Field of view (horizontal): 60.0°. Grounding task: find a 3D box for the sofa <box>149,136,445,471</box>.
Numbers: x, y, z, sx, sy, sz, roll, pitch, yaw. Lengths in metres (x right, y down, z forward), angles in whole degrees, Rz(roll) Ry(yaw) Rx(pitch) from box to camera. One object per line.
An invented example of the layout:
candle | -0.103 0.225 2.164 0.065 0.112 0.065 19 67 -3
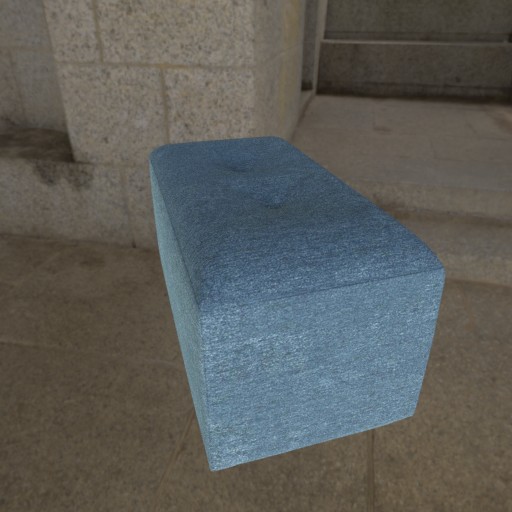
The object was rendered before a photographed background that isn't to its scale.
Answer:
sofa | 0.000 0.000 1.214 0.480 0.470 0.930 -8 30 -15
